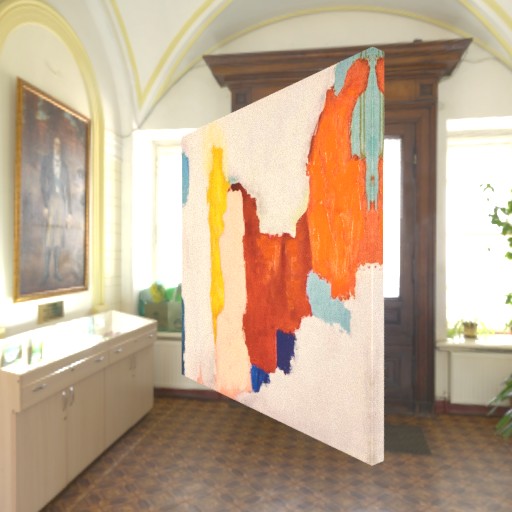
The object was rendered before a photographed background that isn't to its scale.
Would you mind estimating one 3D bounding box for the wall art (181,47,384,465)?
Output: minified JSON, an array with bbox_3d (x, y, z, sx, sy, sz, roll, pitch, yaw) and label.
[{"bbox_3d":[0.000,0.000,1.198,0.037,0.814,0.814,0,0,-36],"label":"wall art"}]
